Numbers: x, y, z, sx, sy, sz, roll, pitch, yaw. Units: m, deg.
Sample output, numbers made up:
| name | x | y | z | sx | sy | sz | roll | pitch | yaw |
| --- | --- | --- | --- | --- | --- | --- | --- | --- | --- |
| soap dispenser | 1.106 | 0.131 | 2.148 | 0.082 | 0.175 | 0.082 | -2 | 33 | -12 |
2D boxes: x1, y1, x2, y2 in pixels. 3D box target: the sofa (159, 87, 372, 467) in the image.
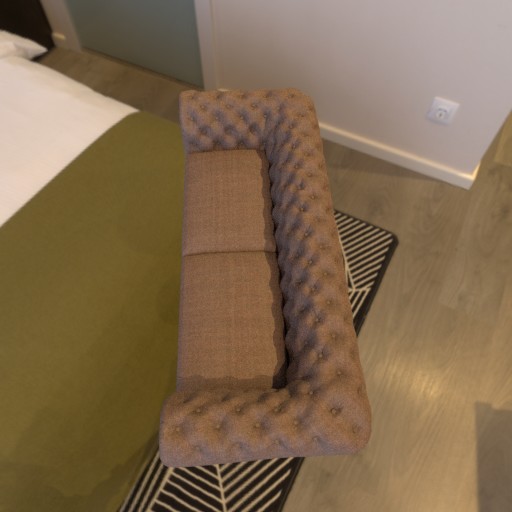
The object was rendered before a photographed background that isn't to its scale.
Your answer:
| name | x | y | z | sx | sy | sz | roll | pitch | yaw |
| --- | --- | --- | --- | --- | --- | --- | --- | --- | --- |
| sofa | 0.000 | 0.000 | 2.742 | 0.944 | 0.787 | 2.385 | -3 | 58 | -2 |
